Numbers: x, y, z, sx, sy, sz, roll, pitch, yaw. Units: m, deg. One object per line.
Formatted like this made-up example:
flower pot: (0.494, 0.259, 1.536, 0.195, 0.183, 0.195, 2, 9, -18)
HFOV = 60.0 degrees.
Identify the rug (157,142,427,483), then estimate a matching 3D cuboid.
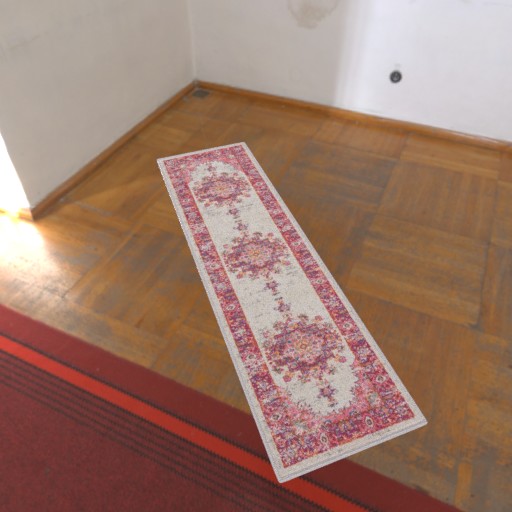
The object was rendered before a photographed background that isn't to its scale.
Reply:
rug: (0.000, 0.000, 2.491, 0.666, 0.011, 2.294, -15, 48, -14)
